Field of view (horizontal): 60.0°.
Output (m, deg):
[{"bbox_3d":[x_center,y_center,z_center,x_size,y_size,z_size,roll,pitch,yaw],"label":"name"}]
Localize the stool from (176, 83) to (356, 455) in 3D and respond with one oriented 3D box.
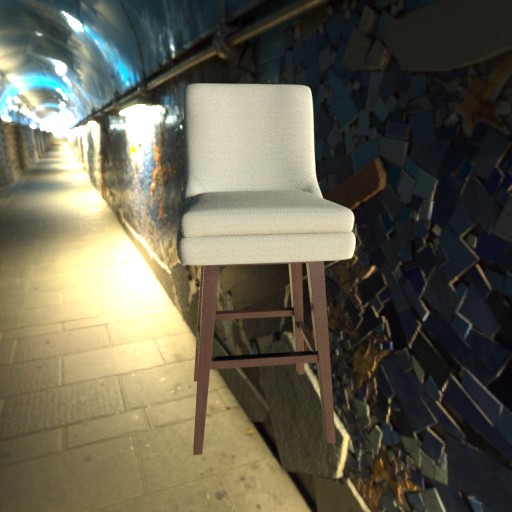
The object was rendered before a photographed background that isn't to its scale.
[{"bbox_3d":[0.000,0.000,1.439,0.483,1.093,0.559,-2,16,-7],"label":"stool"}]
